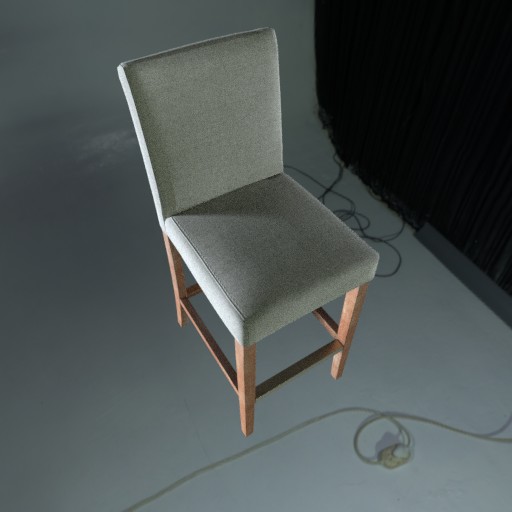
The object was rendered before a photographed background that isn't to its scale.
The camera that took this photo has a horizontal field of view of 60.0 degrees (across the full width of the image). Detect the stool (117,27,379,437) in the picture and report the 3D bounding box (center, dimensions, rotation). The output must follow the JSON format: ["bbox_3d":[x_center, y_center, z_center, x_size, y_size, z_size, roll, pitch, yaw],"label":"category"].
[{"bbox_3d":[0.000,0.000,1.344,0.439,1.088,0.570,-25,53,-21],"label":"stool"}]
